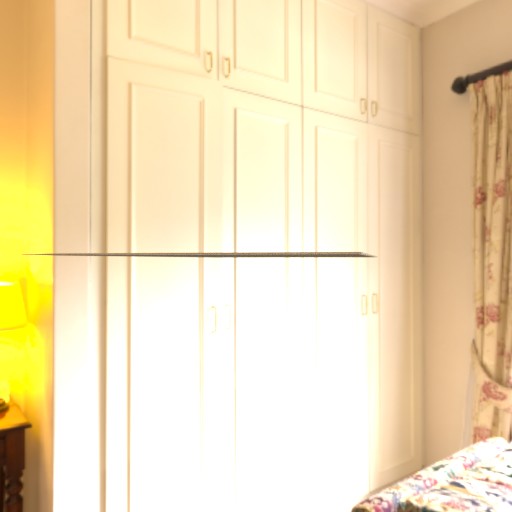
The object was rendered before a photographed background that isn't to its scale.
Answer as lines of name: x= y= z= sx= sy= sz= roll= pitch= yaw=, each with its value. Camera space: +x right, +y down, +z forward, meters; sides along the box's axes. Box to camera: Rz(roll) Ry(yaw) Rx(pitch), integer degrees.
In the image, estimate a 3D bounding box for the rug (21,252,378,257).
rug: x=0.000 y=0.000 z=2.967 sx=1.523 sy=0.008 sz=2.438 roll=0 pitch=-1 yaw=17
